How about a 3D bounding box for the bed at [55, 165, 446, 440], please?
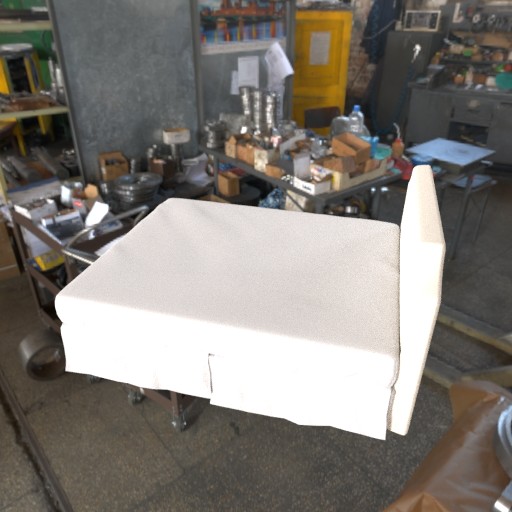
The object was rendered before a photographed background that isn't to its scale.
[{"bbox_3d":[0.000,0.000,3.530,2.498,1.293,1.977,8,31,14],"label":"bed"}]
